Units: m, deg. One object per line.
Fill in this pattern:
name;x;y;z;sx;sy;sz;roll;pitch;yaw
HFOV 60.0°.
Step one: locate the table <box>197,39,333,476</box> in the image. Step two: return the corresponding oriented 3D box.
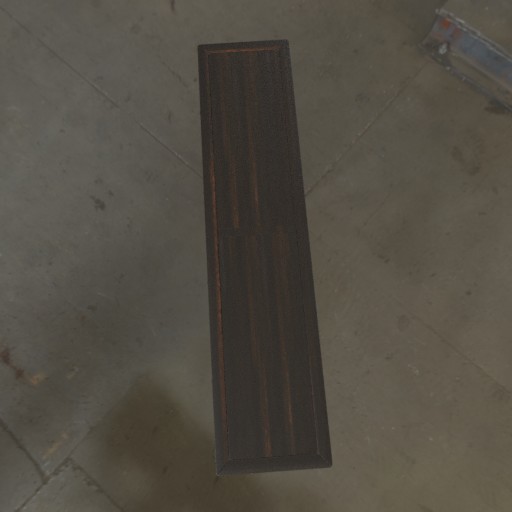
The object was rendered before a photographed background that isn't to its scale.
table;0.000;0.000;1.995;0.384;0.762;1.631;-4;76;-1
